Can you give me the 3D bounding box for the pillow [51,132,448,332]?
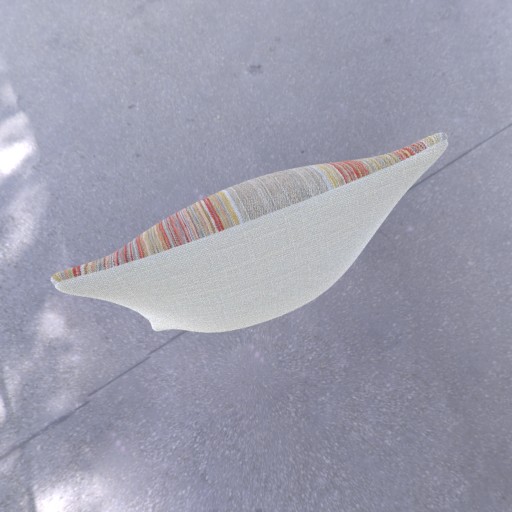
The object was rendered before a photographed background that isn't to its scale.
[{"bbox_3d":[0.000,0.000,0.680,0.451,0.449,0.191,-21,76,-5],"label":"pillow"}]
